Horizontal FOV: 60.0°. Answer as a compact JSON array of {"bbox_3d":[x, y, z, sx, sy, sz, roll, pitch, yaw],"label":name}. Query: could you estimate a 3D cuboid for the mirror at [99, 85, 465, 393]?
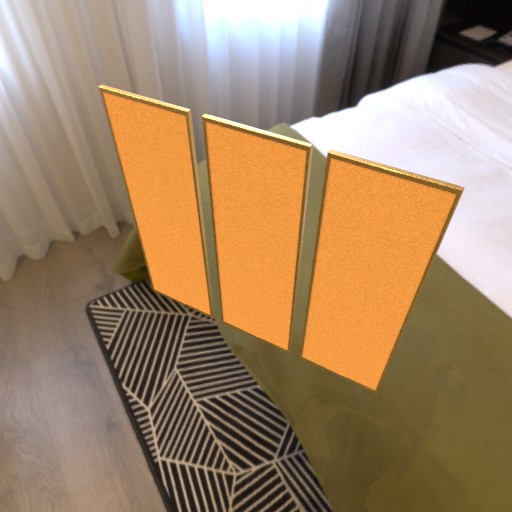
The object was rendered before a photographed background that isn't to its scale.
[{"bbox_3d":[0.000,0.000,1.447,1.011,0.926,0.023,21,50,19],"label":"mirror"}]
